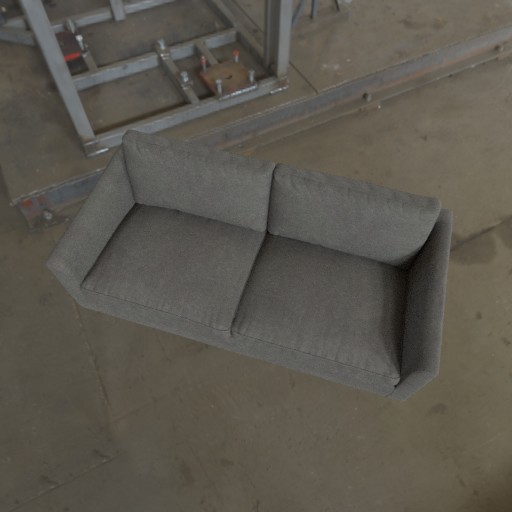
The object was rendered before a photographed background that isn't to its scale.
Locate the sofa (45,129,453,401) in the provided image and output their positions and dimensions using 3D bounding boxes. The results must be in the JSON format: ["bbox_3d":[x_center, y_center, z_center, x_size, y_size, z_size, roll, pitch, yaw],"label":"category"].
[{"bbox_3d":[0.000,0.000,2.832,2.257,0.838,1.092,15,59,9],"label":"sofa"}]
